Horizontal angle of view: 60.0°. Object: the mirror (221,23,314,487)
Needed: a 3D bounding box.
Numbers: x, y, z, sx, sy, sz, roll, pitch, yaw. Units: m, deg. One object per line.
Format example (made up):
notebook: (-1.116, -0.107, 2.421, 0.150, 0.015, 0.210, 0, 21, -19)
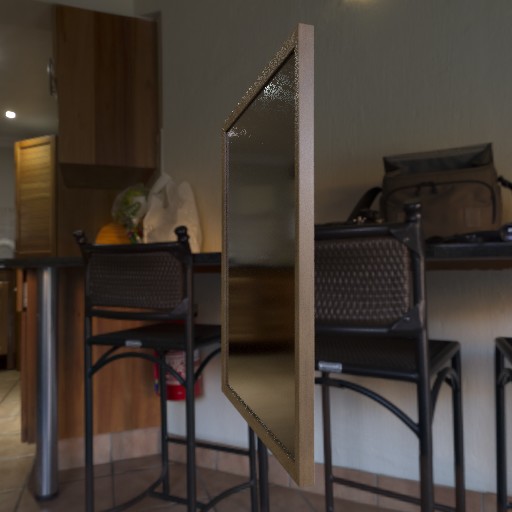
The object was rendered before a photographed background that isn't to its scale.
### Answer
mirror: (0.000, 0.000, 1.338, 0.040, 1.016, 0.762, 0, -1, -17)
